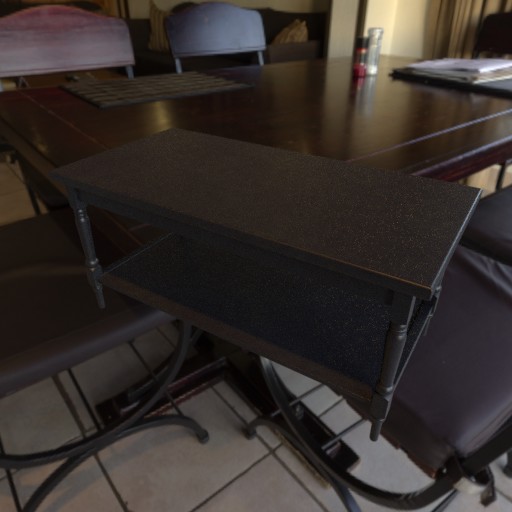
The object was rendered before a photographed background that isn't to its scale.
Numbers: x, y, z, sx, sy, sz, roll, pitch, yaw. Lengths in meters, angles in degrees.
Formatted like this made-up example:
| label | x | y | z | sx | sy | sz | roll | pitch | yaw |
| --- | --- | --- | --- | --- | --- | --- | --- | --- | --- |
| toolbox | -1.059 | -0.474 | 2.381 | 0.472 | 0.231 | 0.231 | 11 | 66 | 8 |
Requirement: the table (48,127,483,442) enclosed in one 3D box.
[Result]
| label | x | y | z | sx | sy | sz | roll | pitch | yaw |
| --- | --- | --- | --- | --- | --- | --- | --- | --- | --- |
| table | 0.000 | 0.000 | 1.386 | 1.107 | 0.510 | 0.550 | 18 | 36 | 27 |
